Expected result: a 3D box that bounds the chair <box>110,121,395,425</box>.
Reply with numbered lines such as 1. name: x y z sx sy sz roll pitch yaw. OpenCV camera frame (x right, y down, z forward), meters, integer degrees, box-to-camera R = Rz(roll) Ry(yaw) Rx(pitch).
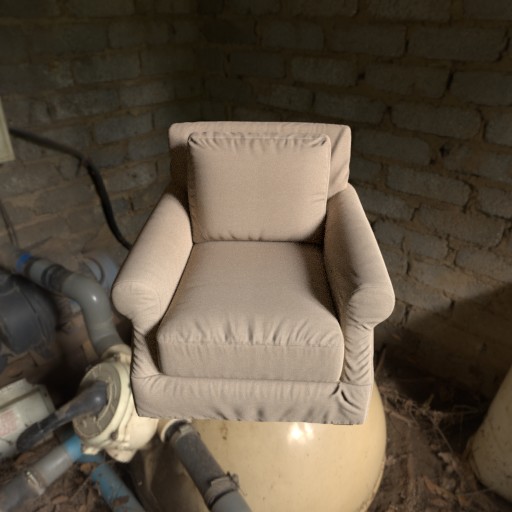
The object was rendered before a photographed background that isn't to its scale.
1. chair: 0.000 0.000 1.801 0.940 0.866 1.066 1 30 2
